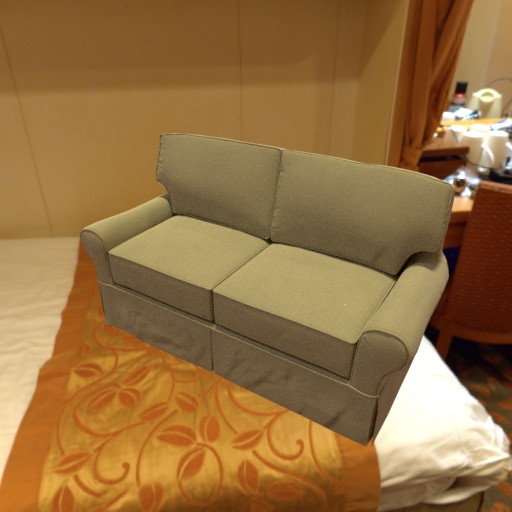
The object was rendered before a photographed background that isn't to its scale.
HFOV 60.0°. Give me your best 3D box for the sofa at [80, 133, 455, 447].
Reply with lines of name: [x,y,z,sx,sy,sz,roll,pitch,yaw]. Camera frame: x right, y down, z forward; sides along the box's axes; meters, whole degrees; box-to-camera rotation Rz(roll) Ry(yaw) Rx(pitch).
sofa: [0.000,0.000,2.322,1.823,1.024,0.841,17,34,28]
